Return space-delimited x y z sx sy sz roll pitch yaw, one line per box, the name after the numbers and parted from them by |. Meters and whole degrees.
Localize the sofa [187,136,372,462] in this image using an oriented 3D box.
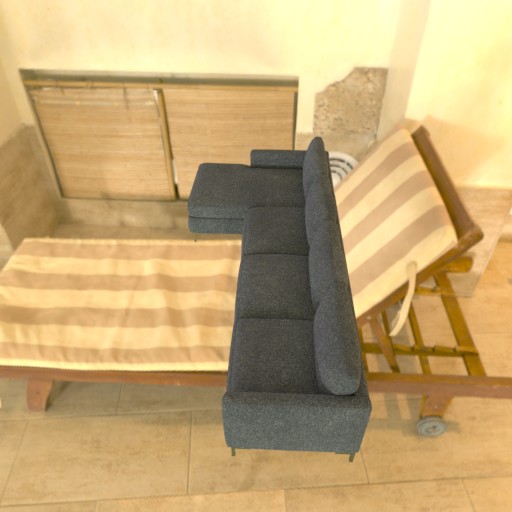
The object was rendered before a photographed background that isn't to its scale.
0.000 0.000 3.542 1.350 0.810 2.932 2 40 2 | sofa
